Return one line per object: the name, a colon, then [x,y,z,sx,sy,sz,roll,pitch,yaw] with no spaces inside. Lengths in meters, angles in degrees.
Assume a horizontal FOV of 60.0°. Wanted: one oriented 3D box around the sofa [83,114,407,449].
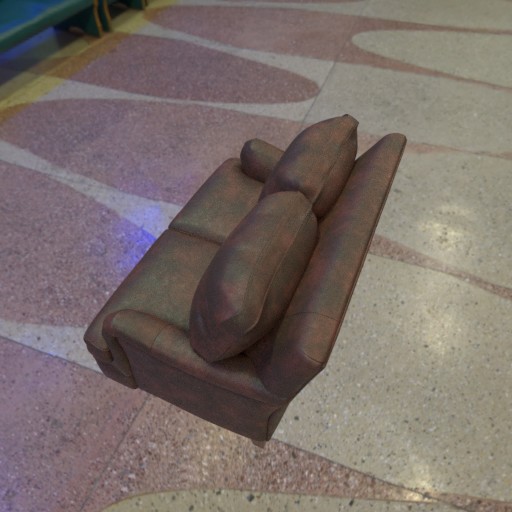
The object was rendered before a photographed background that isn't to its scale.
sofa: [0.000,0.000,2.398,1.148,1.070,1.628,18,50,16]
